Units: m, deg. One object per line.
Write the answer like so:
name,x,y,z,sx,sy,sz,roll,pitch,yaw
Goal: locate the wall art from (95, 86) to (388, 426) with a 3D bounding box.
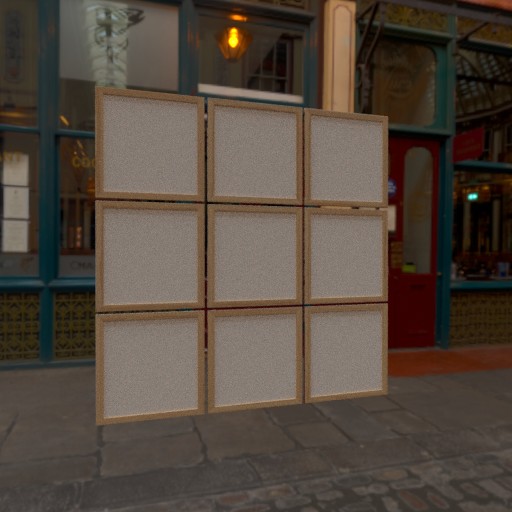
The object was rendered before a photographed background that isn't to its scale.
wall art,0.000,0.000,1.771,1.206,1.218,0.013,0,0,-17
